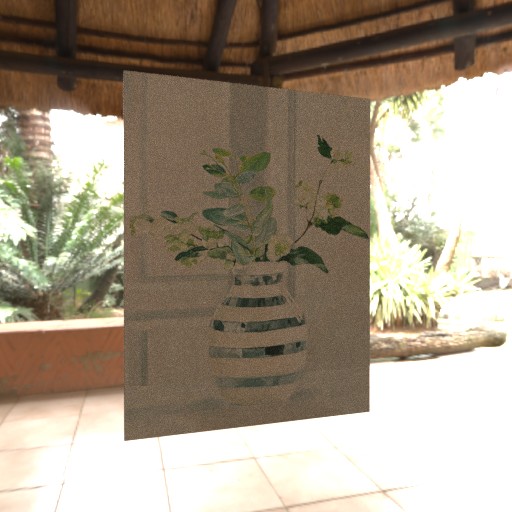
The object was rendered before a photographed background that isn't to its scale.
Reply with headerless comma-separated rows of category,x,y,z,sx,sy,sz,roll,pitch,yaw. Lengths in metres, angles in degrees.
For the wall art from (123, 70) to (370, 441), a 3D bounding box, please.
wall art,0.000,0.000,1.599,0.914,1.212,0.038,0,0,-17
